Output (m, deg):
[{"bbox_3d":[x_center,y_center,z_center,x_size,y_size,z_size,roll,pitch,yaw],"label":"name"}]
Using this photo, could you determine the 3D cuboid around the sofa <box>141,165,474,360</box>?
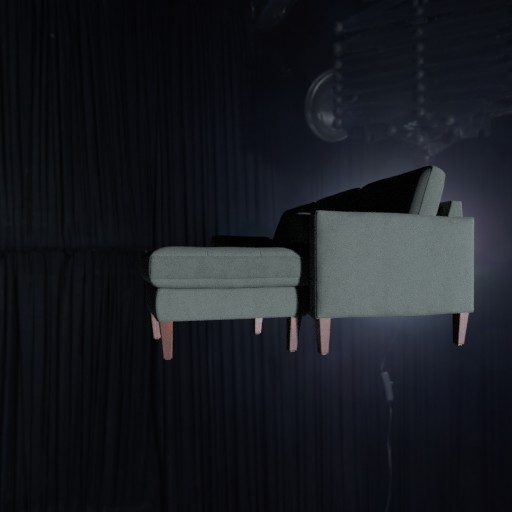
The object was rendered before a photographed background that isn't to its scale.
[{"bbox_3d":[0.000,0.000,2.903,1.506,0.876,2.178,0,-1,-17],"label":"sofa"}]
